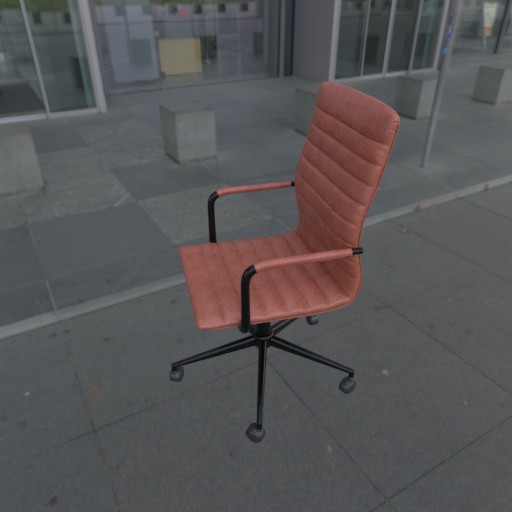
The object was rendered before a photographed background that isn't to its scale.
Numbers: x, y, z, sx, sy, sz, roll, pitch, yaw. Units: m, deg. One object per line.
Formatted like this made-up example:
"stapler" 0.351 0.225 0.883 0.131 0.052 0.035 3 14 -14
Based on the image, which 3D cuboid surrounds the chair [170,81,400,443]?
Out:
"chair" 0.000 0.000 1.282 0.578 0.878 0.600 -8 32 -13
